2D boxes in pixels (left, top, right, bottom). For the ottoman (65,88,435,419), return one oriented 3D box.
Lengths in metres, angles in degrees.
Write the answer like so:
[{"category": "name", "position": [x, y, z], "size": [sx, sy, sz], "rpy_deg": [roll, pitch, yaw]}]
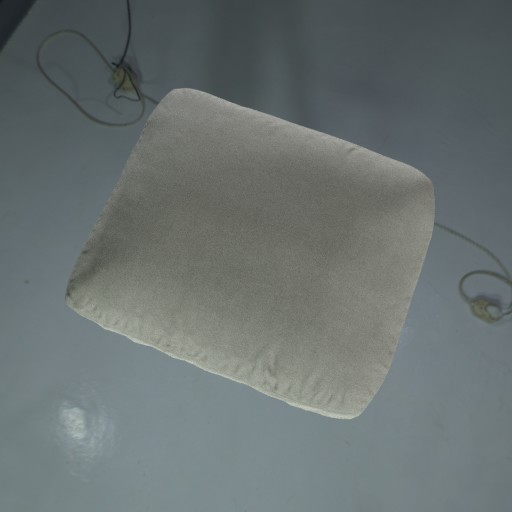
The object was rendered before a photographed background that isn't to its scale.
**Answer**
[{"category": "ottoman", "position": [0.000, 0.000, 1.076], "size": [0.712, 0.480, 0.584], "rpy_deg": [21, 76, 6]}]
